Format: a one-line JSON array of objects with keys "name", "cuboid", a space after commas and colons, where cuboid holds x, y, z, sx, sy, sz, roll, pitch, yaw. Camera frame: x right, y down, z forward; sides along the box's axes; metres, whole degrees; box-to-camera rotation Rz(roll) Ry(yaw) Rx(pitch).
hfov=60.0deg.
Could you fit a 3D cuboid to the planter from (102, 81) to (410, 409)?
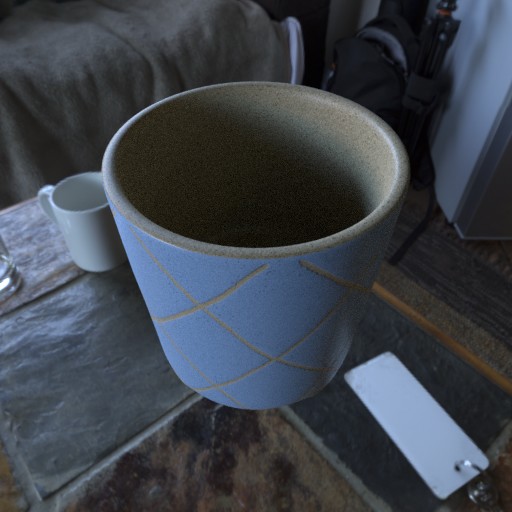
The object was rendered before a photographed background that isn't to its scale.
[{"name": "planter", "cuboid": [0.000, 0.000, 0.418, 0.227, 0.235, 0.227, 0, 46, 0]}]
